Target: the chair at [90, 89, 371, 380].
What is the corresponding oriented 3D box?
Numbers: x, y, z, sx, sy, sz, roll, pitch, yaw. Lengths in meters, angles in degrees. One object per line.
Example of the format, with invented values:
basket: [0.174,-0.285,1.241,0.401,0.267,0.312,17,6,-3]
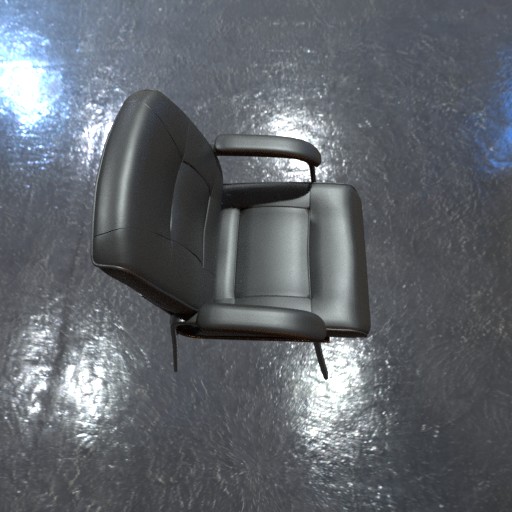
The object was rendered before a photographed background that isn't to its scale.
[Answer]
chair: [0.000,0.000,1.326,0.668,0.910,0.591,2,65,1]
